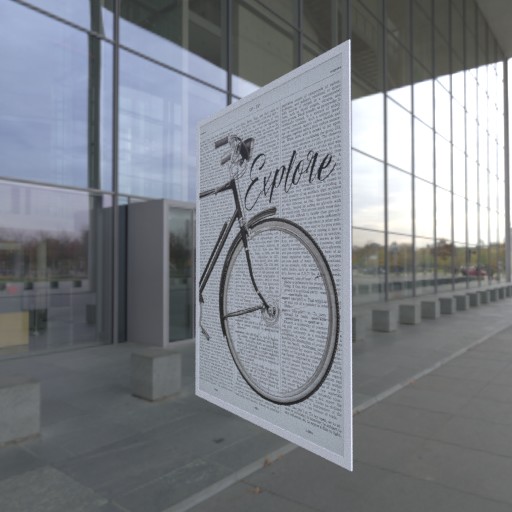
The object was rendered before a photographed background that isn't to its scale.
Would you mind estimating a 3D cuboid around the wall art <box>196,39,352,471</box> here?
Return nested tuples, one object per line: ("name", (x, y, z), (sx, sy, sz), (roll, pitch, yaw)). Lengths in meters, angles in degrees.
("wall art", (0.000, 0.000, 0.811), (0.003, 0.610, 0.457), (1, -2, -36))
